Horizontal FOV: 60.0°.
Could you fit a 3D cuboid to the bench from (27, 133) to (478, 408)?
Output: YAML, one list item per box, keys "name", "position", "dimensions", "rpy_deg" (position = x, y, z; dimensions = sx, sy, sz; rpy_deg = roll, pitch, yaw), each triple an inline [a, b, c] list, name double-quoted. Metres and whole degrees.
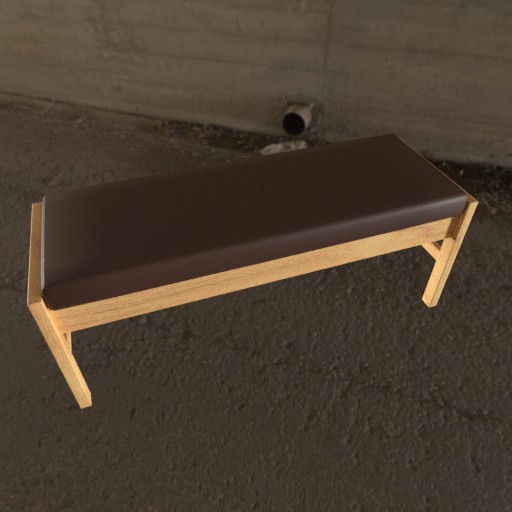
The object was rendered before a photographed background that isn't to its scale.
- name: "bench"
  position: [0.000, 0.000, 1.394]
  dimensions: [1.200, 0.480, 0.405]
  rpy_deg: [-13, 44, -14]
